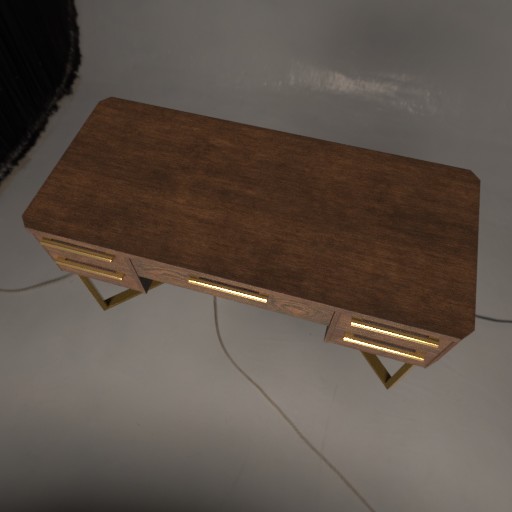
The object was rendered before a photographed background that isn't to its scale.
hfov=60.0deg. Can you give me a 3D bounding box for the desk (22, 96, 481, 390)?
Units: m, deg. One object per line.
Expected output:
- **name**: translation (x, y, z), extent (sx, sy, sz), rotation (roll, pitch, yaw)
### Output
- **desk**: translation (0.000, 0.000, 1.852), extent (1.479, 0.762, 0.684), rotation (14, 61, 8)
